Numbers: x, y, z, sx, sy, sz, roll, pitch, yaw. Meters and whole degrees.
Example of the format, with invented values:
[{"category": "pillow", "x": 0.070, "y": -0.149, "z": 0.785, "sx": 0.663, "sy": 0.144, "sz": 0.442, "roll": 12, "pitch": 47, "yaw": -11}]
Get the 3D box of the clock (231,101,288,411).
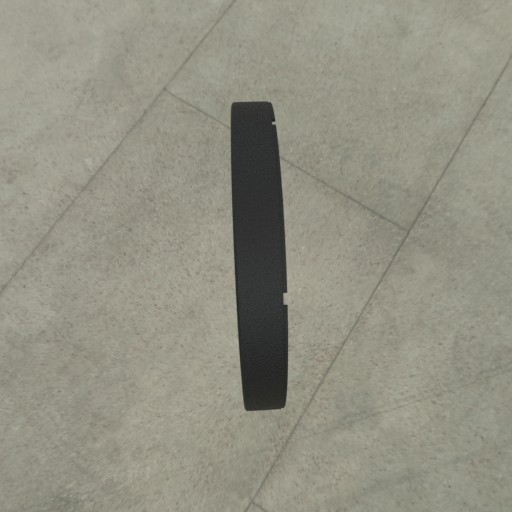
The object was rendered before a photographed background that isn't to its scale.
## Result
[{"category": "clock", "x": 0.000, "y": 0.000, "z": 0.445, "sx": 0.040, "sy": 0.293, "sz": 0.293, "roll": -2, "pitch": 75, "yaw": -1}]
